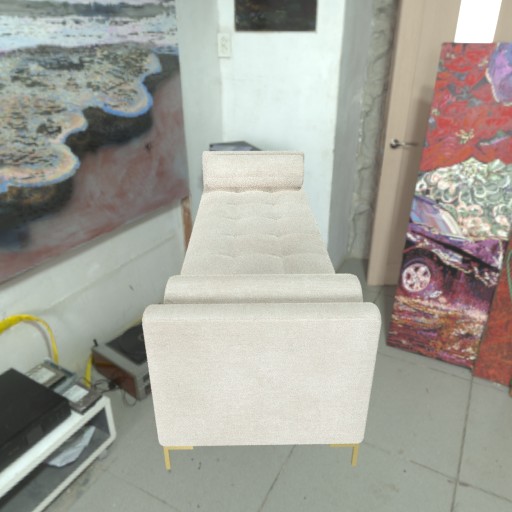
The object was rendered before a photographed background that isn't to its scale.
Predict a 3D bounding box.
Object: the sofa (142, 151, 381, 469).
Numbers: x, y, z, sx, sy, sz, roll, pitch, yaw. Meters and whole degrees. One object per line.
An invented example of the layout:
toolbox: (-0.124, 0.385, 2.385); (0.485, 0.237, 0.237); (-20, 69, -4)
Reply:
sofa: (0.000, 0.000, 2.257); (0.686, 0.635, 1.981); (0, 27, -1)
